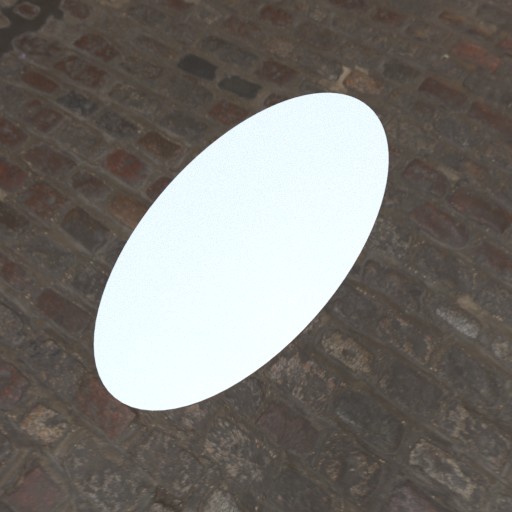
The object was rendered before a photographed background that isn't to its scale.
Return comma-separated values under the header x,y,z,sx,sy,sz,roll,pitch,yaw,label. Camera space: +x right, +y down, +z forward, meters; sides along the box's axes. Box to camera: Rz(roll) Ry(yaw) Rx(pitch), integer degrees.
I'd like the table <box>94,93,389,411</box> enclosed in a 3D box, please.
x,y,z,sx,sy,sz,roll,pitch,yaw,label
0.000,0.000,1.351,0.542,0.390,1.083,33,69,14,table
